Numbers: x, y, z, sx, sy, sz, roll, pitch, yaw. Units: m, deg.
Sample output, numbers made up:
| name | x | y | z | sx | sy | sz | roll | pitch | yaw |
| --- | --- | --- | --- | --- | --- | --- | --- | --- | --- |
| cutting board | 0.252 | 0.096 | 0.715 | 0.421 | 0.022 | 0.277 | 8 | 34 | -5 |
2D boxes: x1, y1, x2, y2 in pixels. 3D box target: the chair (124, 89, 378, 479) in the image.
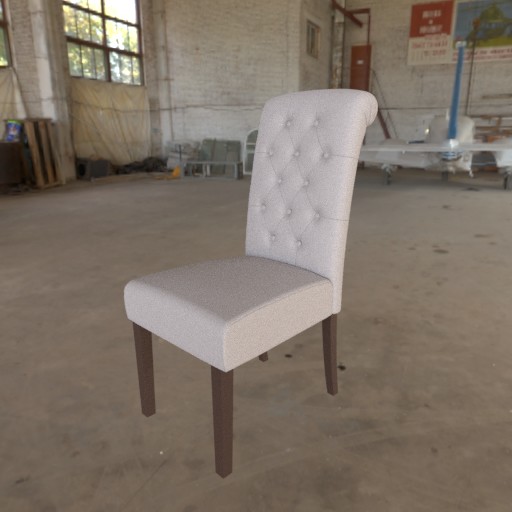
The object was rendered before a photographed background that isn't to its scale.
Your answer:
| name | x | y | z | sx | sy | sz | roll | pitch | yaw |
| --- | --- | --- | --- | --- | --- | --- | --- | --- | --- |
| chair | 0.000 | 0.000 | 1.380 | 0.456 | 1.006 | 0.671 | 15 | 21 | 43 |
